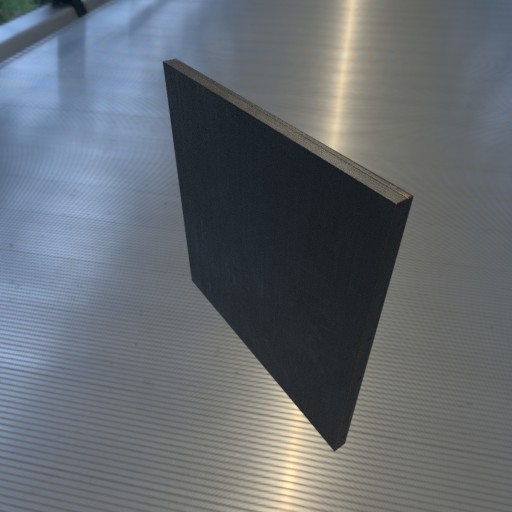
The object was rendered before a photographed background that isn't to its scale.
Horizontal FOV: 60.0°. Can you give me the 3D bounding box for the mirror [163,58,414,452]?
[{"bbox_3d":[0.000,0.000,0.563,0.020,0.381,0.382,-24,47,-25],"label":"mirror"}]
